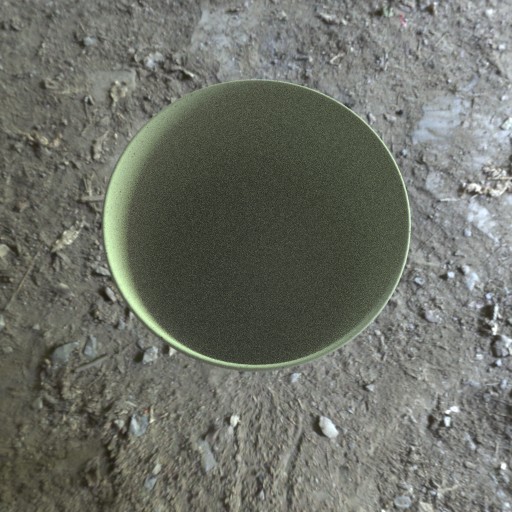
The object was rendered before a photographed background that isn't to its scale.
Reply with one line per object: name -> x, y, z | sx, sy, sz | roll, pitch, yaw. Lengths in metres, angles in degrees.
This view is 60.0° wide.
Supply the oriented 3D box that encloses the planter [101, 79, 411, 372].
planter -> 0.000, 0.000, 0.382 | 0.195, 0.214, 0.195 | 0, 75, 0
